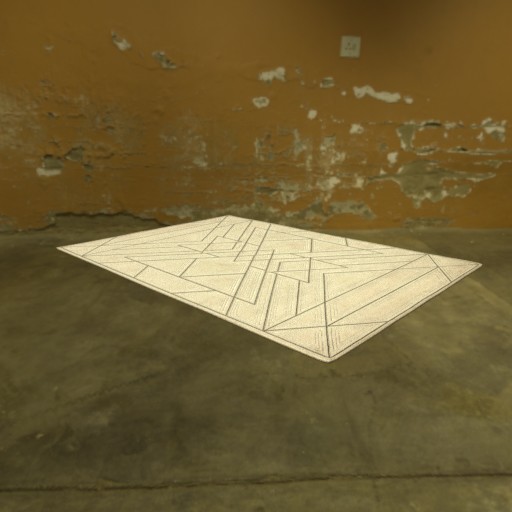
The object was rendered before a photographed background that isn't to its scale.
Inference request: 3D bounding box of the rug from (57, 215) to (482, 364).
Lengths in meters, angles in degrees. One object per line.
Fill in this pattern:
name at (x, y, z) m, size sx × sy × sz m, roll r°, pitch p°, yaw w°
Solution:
rug at (0.000, 0.000, 4.287) m, size 3.381 × 0.026 × 2.436 m, roll 15°, pitch 22°, yaw 41°
